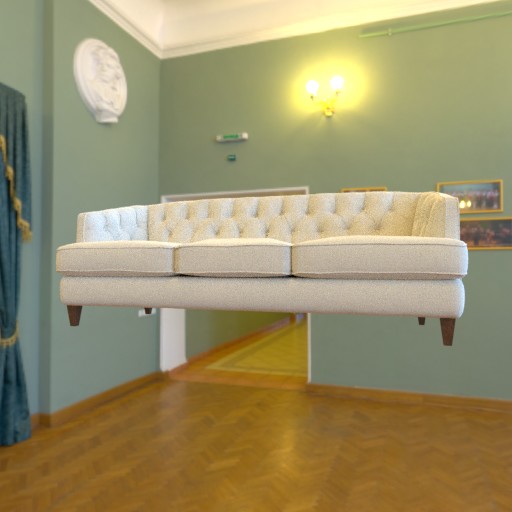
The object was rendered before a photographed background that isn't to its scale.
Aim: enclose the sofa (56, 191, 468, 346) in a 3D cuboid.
[{"bbox_3d":[0.000,0.000,2.731,2.278,0.855,0.941,0,-1,18],"label":"sofa"}]
